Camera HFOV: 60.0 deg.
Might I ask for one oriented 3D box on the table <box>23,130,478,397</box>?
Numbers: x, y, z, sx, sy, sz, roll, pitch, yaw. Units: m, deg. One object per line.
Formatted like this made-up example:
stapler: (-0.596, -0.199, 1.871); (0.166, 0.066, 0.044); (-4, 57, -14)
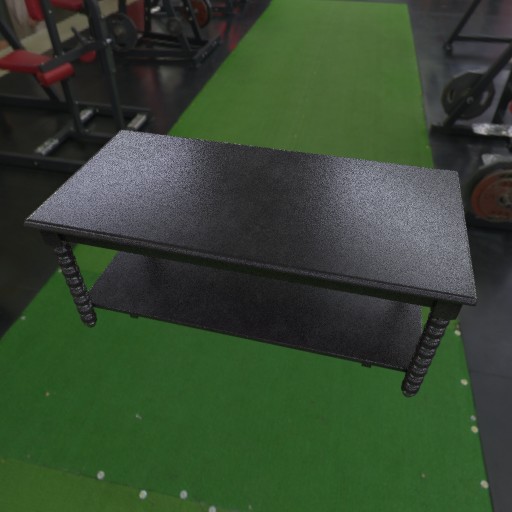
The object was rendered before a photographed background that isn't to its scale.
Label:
table: (0.000, 0.000, 1.461); (1.171, 0.487, 0.580); (10, 43, 11)
